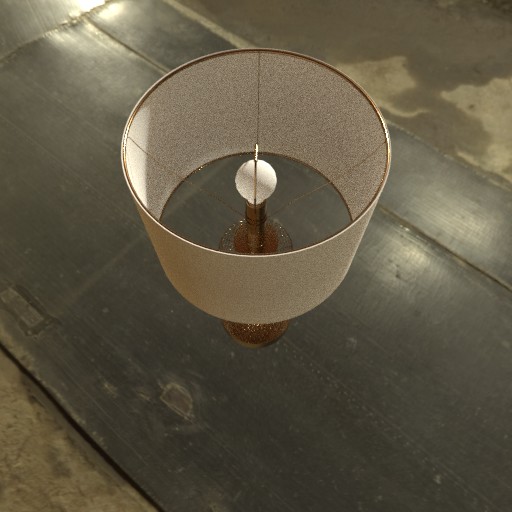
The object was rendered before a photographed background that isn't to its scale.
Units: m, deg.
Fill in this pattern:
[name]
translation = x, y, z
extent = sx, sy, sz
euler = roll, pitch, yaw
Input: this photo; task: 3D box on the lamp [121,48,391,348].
[lamp]
translation = 0.000, 0.000, 0.631
extent = 0.252, 0.483, 0.252
euler = 1, 63, 1
